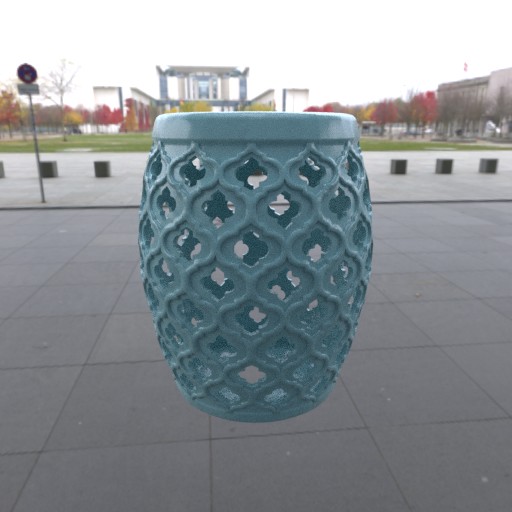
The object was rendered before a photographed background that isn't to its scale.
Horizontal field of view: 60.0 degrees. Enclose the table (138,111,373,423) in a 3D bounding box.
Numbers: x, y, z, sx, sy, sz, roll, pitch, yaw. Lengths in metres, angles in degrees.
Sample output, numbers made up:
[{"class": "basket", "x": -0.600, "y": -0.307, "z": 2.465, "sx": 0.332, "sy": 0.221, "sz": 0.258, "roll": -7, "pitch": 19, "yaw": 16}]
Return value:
[{"class": "table", "x": 0.000, "y": 0.000, "z": 0.640, "sx": 0.325, "sy": 0.388, "sz": 0.325, "roll": 0, "pitch": 16, "yaw": 0}]
